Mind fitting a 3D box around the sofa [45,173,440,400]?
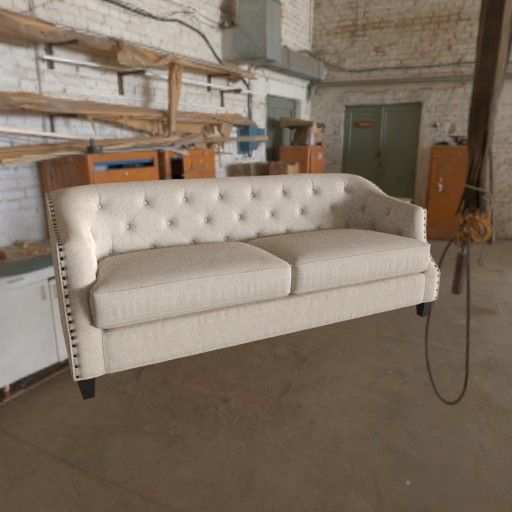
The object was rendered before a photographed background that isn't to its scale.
[{"bbox_3d":[0.000,0.000,2.714,2.235,0.901,0.914,-8,17,-26],"label":"sofa"}]
